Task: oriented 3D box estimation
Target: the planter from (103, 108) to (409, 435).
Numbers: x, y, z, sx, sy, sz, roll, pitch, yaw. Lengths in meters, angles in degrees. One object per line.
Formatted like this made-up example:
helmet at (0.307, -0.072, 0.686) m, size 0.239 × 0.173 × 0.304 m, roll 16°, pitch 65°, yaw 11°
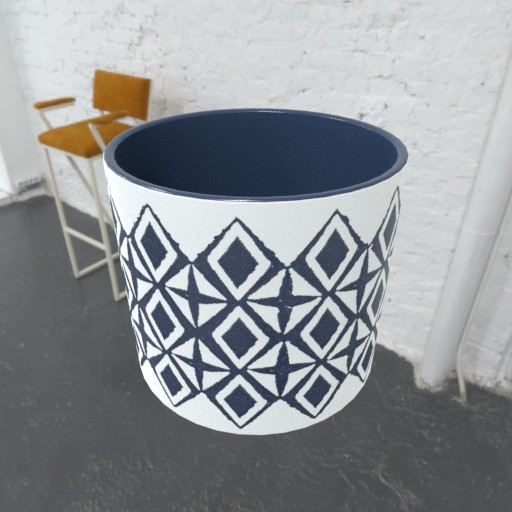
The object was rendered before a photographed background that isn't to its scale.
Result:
planter at (0.000, 0.000, 0.314) m, size 0.182 × 0.165 × 0.182 m, roll 0°, pitch 31°, yaw 0°
